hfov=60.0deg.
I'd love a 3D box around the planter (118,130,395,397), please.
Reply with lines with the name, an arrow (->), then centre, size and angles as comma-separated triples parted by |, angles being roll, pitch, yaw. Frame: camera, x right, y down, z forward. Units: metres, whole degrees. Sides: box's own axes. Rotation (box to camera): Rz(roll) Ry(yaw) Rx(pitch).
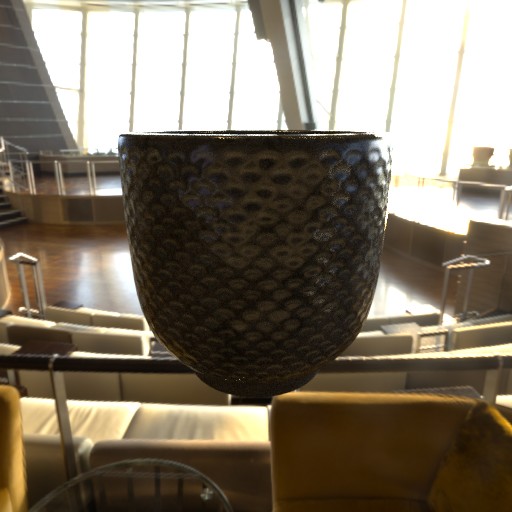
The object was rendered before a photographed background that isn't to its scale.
planter -> 0.000, 0.000, 0.353 | 0.197, 0.191, 0.197 | 0, 17, 0
